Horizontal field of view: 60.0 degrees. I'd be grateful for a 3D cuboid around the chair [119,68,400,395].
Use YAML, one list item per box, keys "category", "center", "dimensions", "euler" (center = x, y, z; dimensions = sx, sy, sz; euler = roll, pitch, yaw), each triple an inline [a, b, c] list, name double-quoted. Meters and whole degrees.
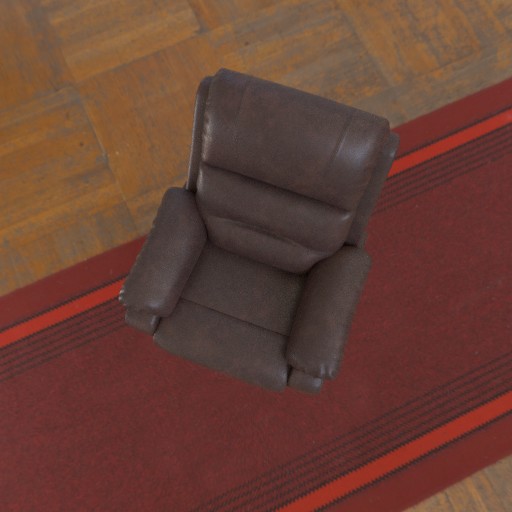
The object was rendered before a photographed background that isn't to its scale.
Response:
- category: "chair"
  center: [0.000, 0.000, 1.718]
  dimensions: [0.855, 0.992, 0.919]
  euler: [19, 76, 5]
